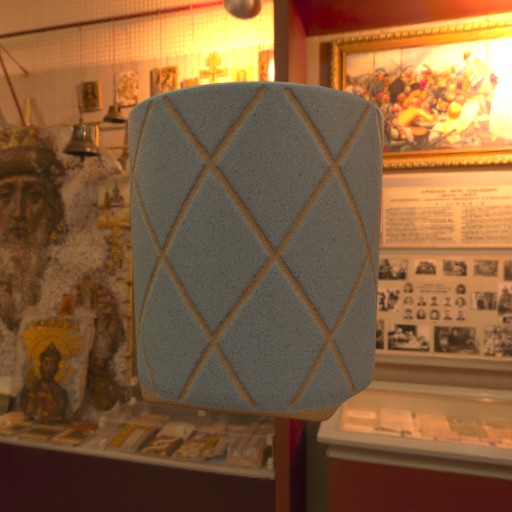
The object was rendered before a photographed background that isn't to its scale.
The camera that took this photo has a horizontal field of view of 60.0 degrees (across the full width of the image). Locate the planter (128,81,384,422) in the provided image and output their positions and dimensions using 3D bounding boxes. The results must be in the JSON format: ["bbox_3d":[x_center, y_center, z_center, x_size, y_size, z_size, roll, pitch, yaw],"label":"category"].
[{"bbox_3d":[0.000,0.000,0.344,0.191,0.200,0.191,0,1,0],"label":"planter"}]
